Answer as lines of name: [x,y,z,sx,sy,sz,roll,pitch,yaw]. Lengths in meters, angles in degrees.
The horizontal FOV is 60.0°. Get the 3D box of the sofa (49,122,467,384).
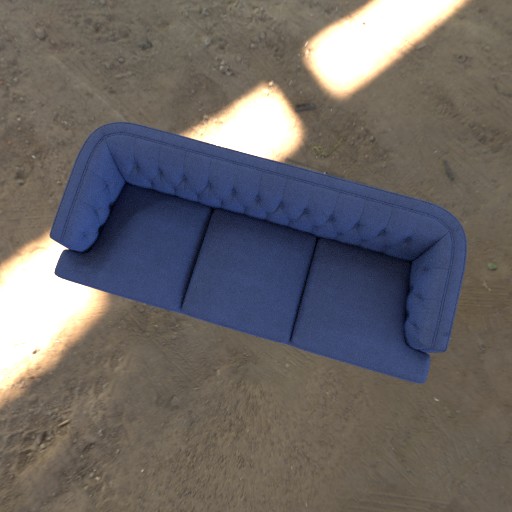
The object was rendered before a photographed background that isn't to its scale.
sofa: [0.000,0.000,2.674,2.235,0.787,0.914,16,77,4]
